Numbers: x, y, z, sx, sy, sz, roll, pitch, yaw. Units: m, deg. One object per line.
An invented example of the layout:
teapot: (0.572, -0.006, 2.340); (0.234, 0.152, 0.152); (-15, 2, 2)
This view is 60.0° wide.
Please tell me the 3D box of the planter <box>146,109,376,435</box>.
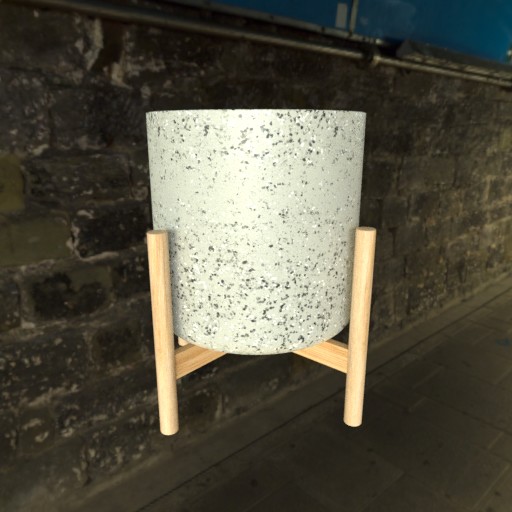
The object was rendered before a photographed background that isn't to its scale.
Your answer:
planter: (0.000, 0.000, 0.685); (0.360, 0.419, 0.360); (-8, 18, -25)
